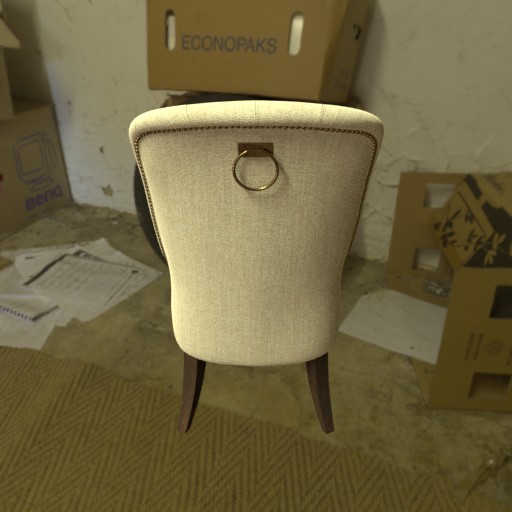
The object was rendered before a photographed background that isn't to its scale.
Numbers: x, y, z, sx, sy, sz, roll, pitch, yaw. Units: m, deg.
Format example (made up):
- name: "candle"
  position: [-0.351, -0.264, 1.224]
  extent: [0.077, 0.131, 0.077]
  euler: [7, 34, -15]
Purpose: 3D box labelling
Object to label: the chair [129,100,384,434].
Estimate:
- name: "chair"
  position: [0.000, 0.000, 1.469]
  extent: [0.634, 1.091, 0.629]
  euler: [0, 30, 0]
